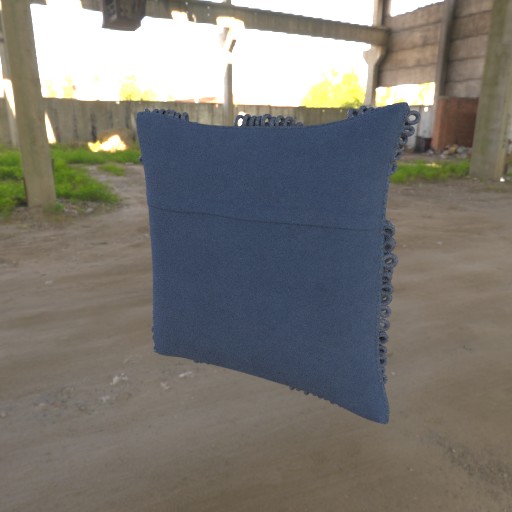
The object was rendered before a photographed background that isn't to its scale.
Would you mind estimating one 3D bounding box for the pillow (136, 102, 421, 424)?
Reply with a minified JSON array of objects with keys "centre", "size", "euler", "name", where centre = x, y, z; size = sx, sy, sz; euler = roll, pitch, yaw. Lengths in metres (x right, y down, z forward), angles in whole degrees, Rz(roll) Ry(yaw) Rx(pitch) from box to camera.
[{"centre":[0.000,0.000,0.724],"size":[0.469,0.466,0.172],"euler":[9,19,27],"name":"pillow"}]
